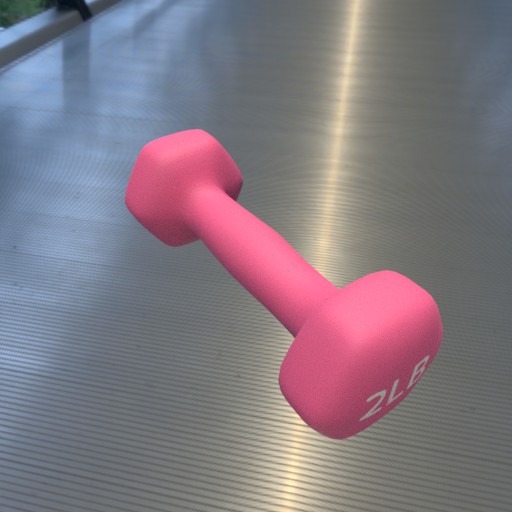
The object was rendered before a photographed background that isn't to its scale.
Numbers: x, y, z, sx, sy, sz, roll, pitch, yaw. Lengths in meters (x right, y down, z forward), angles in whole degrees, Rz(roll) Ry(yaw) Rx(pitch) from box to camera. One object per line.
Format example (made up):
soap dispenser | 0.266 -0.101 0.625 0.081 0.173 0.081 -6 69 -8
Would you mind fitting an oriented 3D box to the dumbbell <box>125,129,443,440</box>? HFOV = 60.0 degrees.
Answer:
dumbbell | 0.000 0.000 0.175 0.058 0.053 0.146 -24 46 -25
